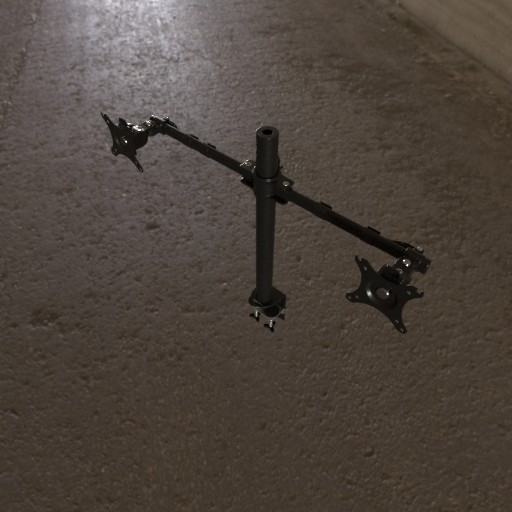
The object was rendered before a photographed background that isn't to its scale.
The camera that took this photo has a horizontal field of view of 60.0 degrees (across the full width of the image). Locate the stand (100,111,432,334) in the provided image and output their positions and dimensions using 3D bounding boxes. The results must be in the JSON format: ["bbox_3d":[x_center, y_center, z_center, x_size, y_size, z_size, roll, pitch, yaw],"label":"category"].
[{"bbox_3d":[0.000,0.000,0.998,0.743,0.603,0.150,32,55,26],"label":"stand"}]
